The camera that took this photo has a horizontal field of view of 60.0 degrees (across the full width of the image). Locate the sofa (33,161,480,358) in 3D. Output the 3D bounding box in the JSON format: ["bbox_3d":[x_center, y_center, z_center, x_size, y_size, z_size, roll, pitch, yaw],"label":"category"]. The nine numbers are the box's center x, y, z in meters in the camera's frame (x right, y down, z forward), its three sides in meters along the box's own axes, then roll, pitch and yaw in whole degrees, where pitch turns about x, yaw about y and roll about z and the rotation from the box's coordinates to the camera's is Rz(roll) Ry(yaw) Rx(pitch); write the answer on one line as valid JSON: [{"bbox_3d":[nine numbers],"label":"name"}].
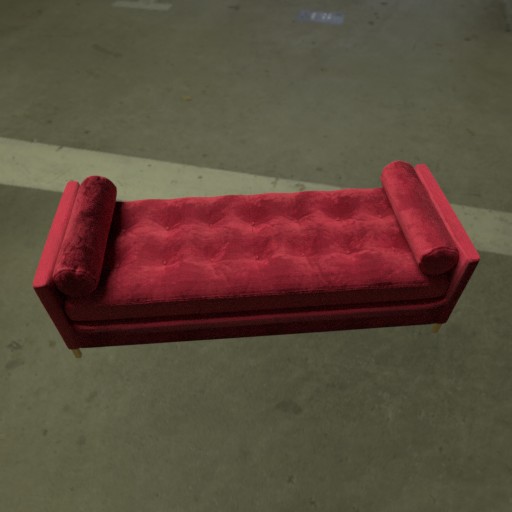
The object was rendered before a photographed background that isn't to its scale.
[{"bbox_3d":[0.000,0.000,2.508,2.102,0.705,0.796,-3,47,-3],"label":"sofa"}]
